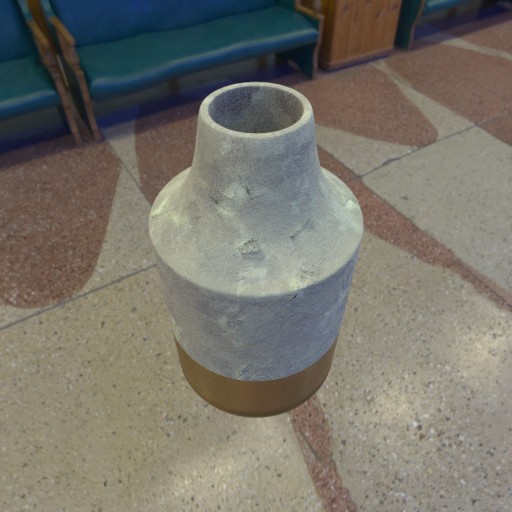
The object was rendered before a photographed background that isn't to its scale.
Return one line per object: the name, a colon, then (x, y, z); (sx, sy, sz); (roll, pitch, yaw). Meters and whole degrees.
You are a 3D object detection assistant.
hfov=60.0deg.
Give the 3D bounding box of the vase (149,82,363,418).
vase: (0.000, 0.000, 0.421); (0.184, 0.305, 0.184); (0, 47, 0)
